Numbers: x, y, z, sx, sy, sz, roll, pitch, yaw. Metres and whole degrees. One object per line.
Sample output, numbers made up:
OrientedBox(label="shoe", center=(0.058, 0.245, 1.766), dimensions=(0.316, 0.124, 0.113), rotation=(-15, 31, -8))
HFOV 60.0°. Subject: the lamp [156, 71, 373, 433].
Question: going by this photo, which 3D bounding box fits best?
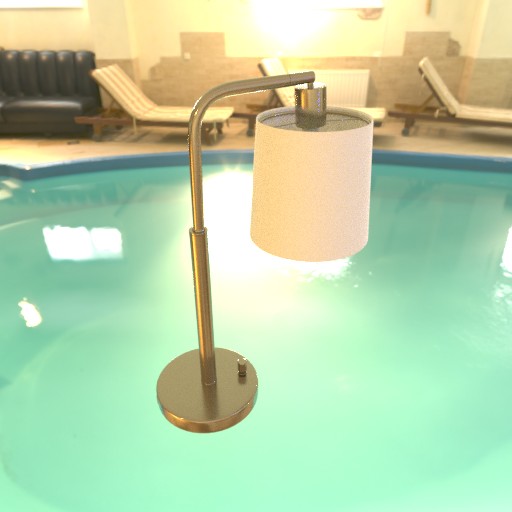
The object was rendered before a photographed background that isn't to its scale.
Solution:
OrientedBox(label="lamp", center=(0.000, 0.000, 0.637), dimensions=(0.333, 0.489, 0.171), rotation=(-10, 31, -17))
